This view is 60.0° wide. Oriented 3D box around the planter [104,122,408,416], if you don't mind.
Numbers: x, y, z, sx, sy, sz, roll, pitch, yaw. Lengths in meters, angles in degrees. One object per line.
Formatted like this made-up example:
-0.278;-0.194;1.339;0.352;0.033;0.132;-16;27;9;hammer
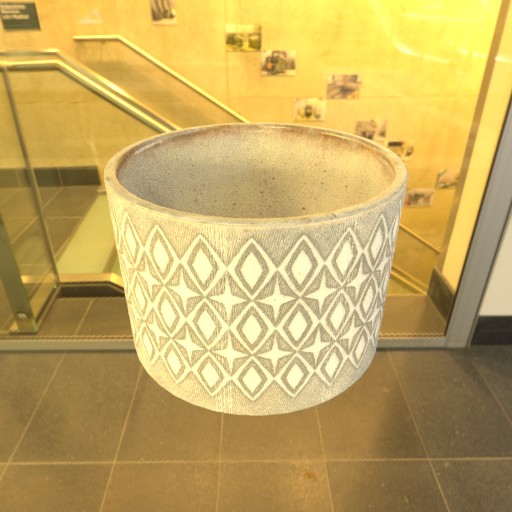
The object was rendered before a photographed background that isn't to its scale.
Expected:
0.000;0.000;0.318;0.186;0.144;0.186;0;31;0;planter
